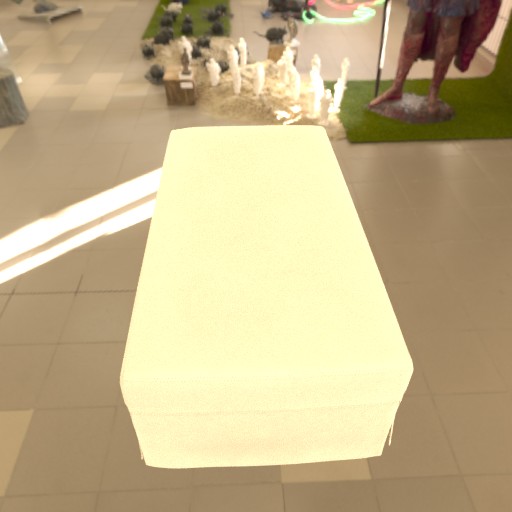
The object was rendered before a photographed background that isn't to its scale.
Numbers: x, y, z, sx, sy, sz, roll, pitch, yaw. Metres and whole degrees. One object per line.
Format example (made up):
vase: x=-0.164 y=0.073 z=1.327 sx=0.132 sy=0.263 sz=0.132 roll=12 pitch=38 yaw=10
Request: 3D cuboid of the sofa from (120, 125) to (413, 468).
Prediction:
sofa: x=0.000 y=0.000 z=2.052 sx=0.939 sy=0.552 sz=1.677 roll=-2 pitch=42 yaw=-2
